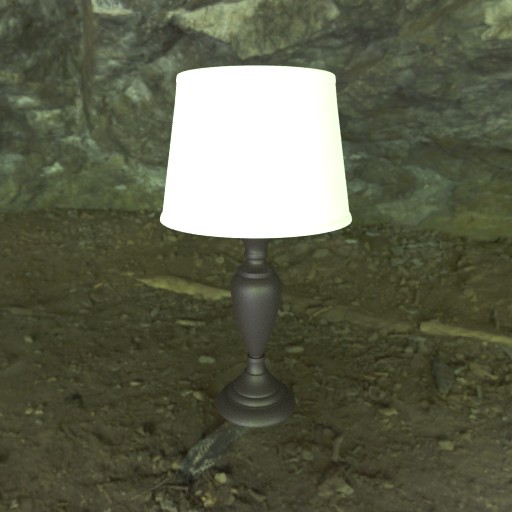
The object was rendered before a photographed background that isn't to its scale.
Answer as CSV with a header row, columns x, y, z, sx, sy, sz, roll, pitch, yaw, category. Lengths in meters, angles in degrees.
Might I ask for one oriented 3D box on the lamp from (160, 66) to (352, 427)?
x,y,z,sx,sy,sz,roll,pitch,yaw,category
0.000,0.000,0.811,0.335,0.611,0.335,0,15,0,lamp
